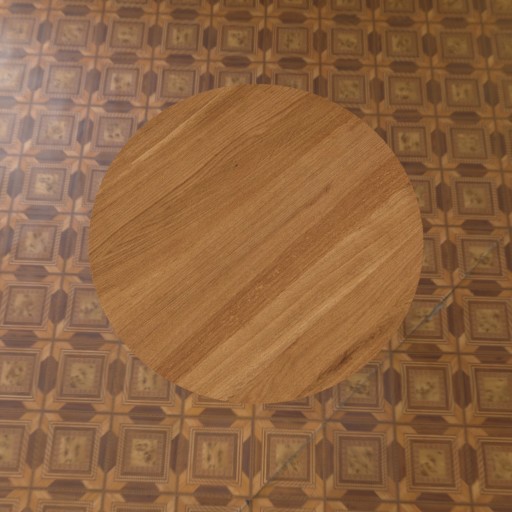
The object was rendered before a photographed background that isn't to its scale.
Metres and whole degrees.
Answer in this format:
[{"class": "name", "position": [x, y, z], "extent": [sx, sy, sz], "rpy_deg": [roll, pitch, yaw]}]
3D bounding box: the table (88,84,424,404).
[{"class": "table", "position": [0.000, 0.000, 1.699], "extent": [1.038, 0.666, 1.038], "rpy_deg": [0, 75, 0]}]
